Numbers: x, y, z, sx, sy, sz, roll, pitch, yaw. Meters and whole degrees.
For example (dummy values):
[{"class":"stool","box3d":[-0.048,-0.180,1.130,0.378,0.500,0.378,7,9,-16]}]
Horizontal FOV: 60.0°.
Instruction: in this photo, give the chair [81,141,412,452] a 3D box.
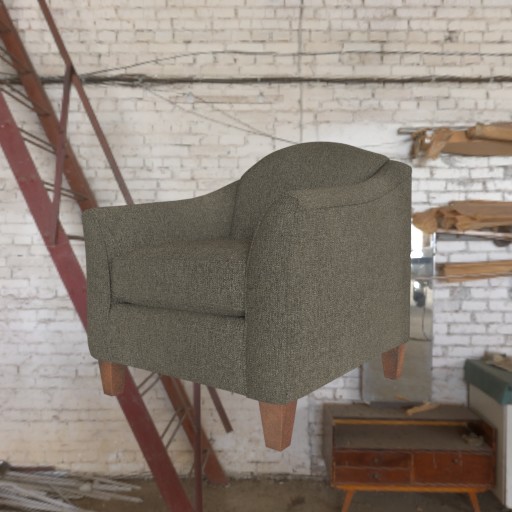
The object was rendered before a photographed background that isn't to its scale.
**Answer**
[{"class":"chair","box3d":[0.000,0.000,1.415,0.763,0.839,0.787,1,2,36]}]
